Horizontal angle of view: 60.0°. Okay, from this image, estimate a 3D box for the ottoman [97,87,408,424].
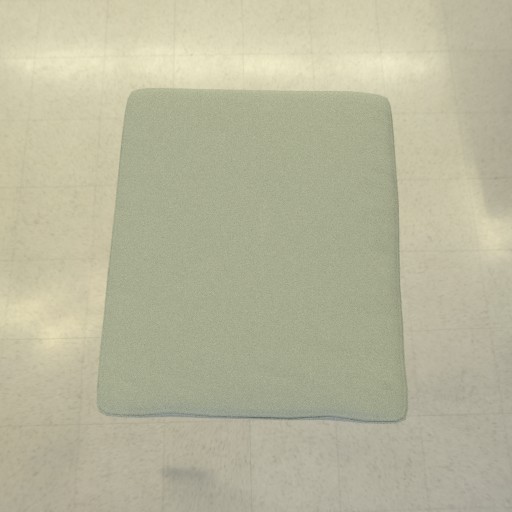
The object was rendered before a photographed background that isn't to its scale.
[{"bbox_3d":[0.000,0.000,1.463,0.842,0.494,0.991,1,76,0],"label":"ottoman"}]
